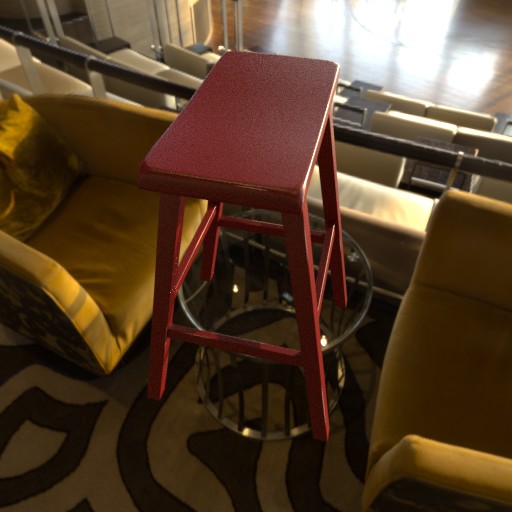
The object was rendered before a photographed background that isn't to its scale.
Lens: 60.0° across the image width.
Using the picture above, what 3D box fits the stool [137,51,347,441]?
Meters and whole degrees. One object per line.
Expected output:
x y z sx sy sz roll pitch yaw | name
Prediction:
0.000 0.000 1.018 0.476 0.737 0.457 10 47 10 | stool
